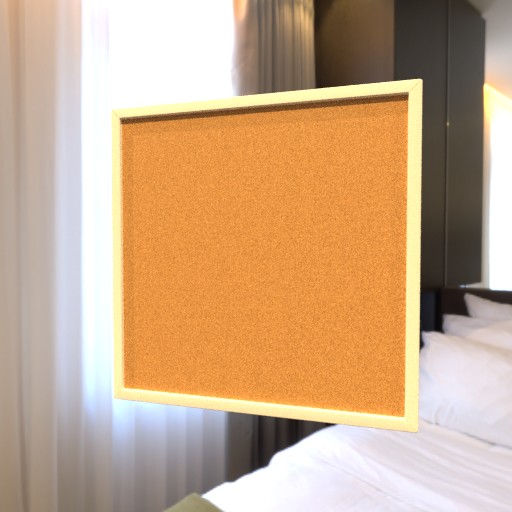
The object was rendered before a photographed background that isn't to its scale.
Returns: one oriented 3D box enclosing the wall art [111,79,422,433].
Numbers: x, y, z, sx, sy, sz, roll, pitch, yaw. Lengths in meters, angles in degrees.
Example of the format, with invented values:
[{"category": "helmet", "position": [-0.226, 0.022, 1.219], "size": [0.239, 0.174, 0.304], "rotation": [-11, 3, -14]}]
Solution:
[{"category": "wall art", "position": [0.000, 0.000, 0.440], "size": [0.305, 0.305, 0.038], "rotation": [1, 2, 16]}]
